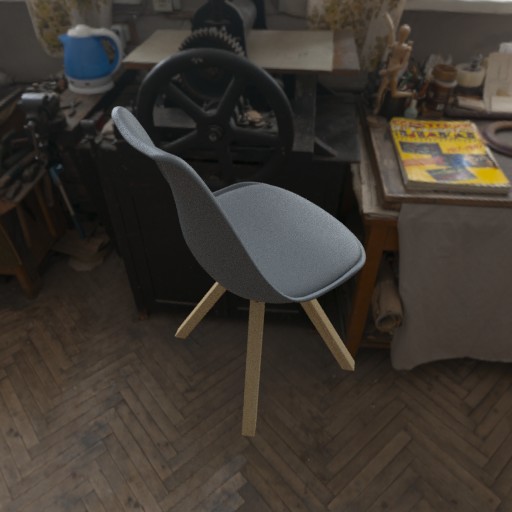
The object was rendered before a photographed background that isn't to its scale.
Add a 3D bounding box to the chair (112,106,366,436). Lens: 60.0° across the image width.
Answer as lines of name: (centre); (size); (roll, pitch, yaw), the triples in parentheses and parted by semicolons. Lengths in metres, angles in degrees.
chair: (0.000, 0.000, 1.167); (0.549, 0.850, 0.485); (-25, 47, -25)
